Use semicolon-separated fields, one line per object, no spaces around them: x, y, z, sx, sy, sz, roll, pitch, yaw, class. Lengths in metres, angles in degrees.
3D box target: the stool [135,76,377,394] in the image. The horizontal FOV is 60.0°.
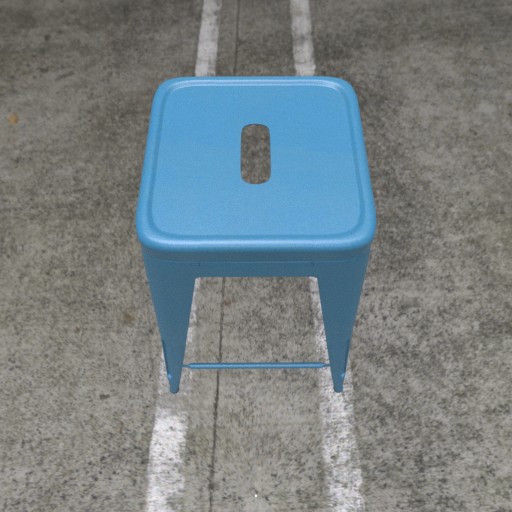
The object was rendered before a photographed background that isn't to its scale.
0.000;0.000;0.875;0.410;0.608;0.410;0;62;0;stool
